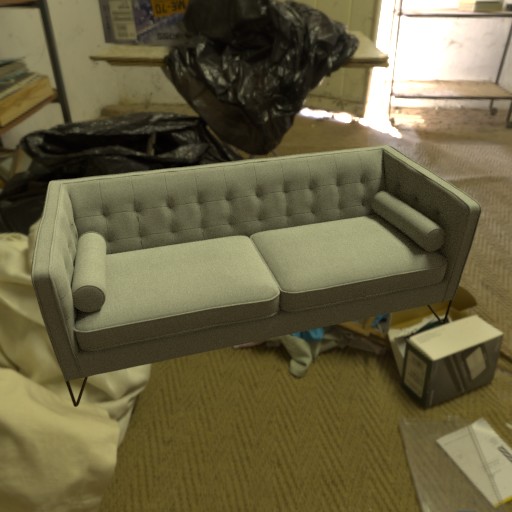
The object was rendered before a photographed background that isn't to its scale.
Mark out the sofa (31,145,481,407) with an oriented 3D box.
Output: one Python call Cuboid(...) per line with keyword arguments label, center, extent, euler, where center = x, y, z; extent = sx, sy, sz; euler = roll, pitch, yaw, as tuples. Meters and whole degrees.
Cuboid(label="sofa", center=(0.000, 0.000, 2.473), extent=(2.079, 0.798, 0.912), euler=(-9, 34, -14))
